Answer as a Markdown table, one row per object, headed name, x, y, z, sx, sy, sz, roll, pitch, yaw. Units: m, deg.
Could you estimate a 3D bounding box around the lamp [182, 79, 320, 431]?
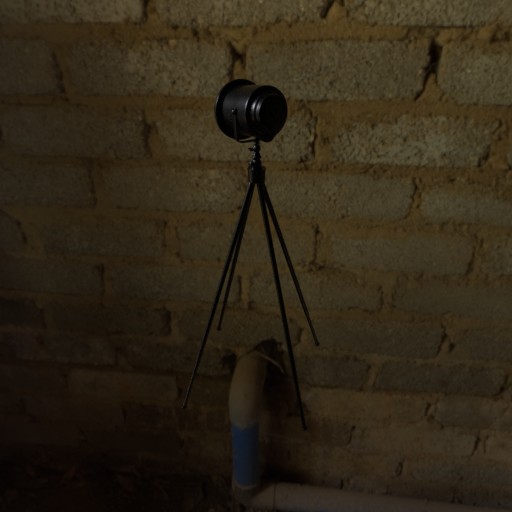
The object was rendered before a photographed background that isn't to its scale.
| name | x | y | z | sx | sy | sz | roll | pitch | yaw |
| --- | --- | --- | --- | --- | --- | --- | --- | --- | --- |
| lamp | 0.000 | 0.000 | 2.039 | 0.879 | 1.504 | 0.884 | -18 | 35 | -27 |
